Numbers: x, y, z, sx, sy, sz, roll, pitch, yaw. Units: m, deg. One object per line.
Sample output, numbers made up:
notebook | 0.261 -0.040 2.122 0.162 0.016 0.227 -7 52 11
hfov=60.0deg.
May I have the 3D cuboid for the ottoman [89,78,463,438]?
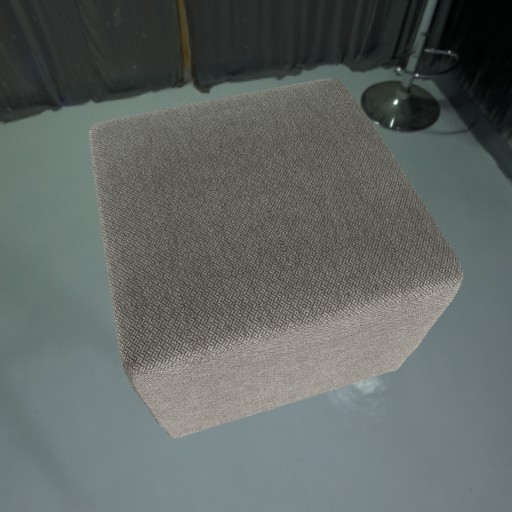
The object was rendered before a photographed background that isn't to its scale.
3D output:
ottoman | 0.000 0.000 0.895 0.519 0.453 0.512 -14 58 -9
